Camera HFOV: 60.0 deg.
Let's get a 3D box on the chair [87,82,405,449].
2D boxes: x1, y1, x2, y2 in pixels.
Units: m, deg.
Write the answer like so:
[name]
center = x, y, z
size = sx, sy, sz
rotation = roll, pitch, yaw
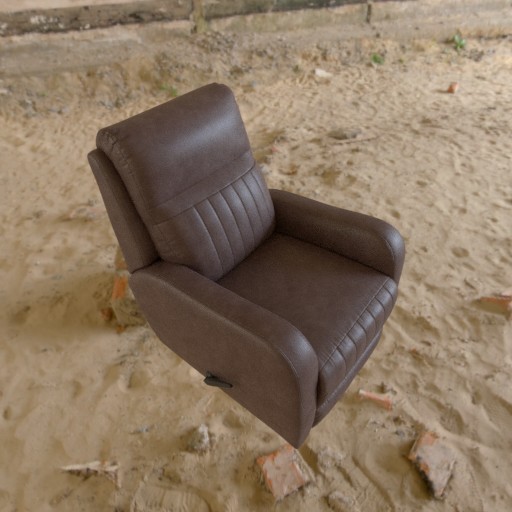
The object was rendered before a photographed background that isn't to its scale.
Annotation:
[chair]
center = 0.000, 0.000, 1.817
size = 1.067, 1.067, 0.865
rotation = 28, 49, 27
